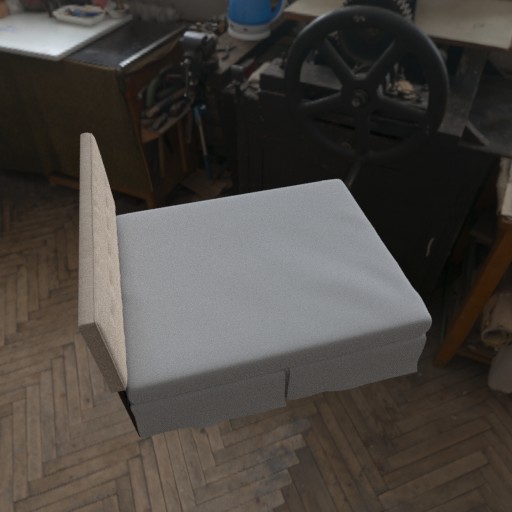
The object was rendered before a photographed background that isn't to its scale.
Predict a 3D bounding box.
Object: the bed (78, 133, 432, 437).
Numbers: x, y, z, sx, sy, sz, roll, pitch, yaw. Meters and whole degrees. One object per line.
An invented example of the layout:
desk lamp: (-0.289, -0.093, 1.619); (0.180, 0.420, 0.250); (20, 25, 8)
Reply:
bed: (0.000, 0.000, 3.026); (1.978, 1.270, 1.643); (-11, 47, -10)
